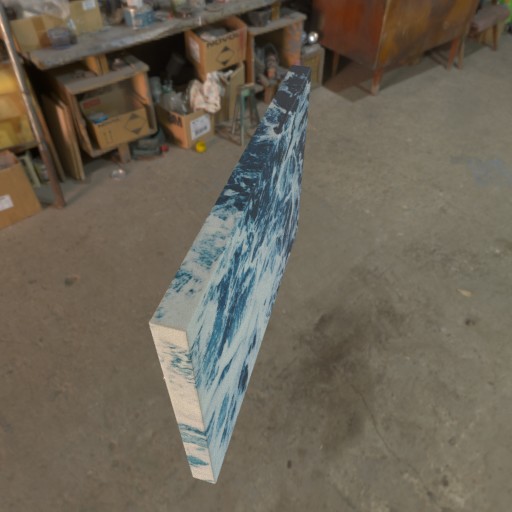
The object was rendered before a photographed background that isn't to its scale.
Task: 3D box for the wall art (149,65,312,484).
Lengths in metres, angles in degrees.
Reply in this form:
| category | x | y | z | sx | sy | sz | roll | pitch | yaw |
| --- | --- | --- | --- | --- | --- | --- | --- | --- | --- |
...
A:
| category | x | y | z | sx | sy | sz | roll | pitch | yaw |
| --- | --- | --- | --- | --- | --- | --- | --- | --- | --- |
| wall art | 0.000 | 0.000 | 0.753 | 0.043 | 0.407 | 0.609 | 11 | 46 | 11 |
